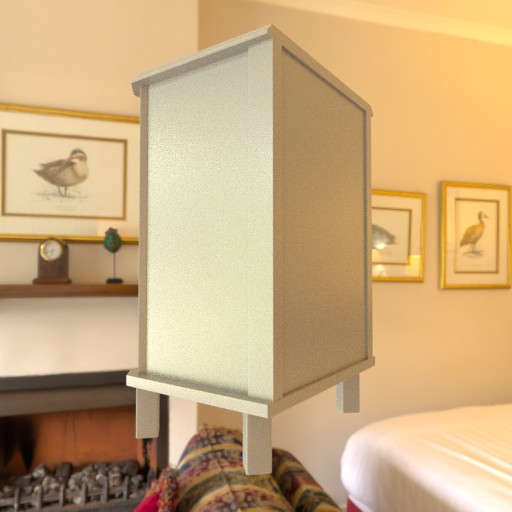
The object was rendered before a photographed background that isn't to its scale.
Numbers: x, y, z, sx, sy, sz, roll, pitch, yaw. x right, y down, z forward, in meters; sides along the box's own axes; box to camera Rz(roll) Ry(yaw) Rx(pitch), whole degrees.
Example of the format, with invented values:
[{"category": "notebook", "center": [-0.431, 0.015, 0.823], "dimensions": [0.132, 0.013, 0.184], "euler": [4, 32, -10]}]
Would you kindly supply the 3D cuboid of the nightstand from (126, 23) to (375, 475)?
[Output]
[{"category": "nightstand", "center": [0.000, 0.000, 0.921], "dimensions": [0.348, 0.680, 0.435], "euler": [-1, -2, 35]}]
